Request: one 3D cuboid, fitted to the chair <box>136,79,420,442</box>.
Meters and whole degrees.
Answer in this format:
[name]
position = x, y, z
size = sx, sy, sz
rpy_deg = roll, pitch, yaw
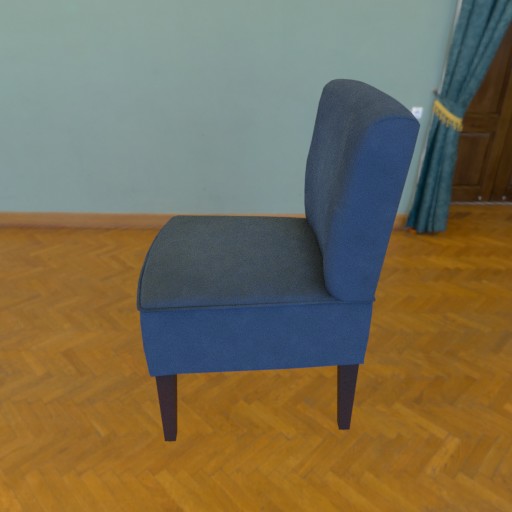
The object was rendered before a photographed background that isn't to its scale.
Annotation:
[chair]
position = 0.000, 0.000, 1.129
size = 0.551, 0.806, 0.521
rpy_deg = 0, 28, -1
